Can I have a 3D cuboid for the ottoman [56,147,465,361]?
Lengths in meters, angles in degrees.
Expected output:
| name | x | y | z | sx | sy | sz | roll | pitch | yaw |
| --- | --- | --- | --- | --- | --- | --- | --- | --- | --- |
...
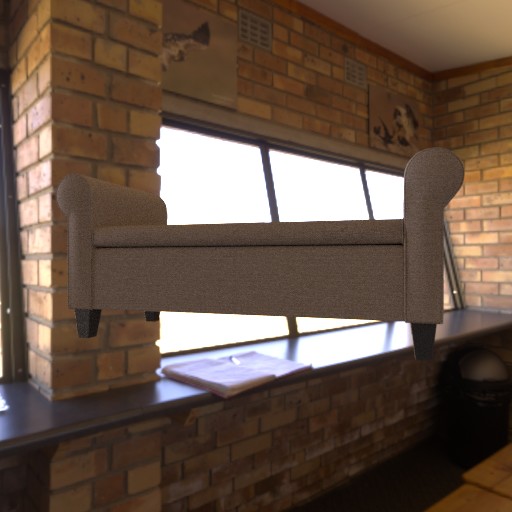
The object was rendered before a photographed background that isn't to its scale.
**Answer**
| name | x | y | z | sx | sy | sz | roll | pitch | yaw |
| --- | --- | --- | --- | --- | --- | --- | --- | --- | --- |
| ottoman | 0.000 | 0.000 | 1.532 | 1.256 | 0.547 | 0.521 | 0 | -1 | 18 |
